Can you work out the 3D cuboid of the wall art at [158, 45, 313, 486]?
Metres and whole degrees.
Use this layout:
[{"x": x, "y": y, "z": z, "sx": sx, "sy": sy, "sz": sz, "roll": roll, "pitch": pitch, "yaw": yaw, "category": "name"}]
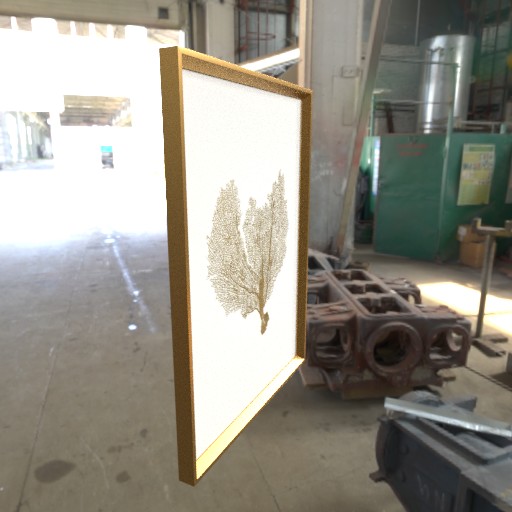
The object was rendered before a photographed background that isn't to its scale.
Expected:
[{"x": 0.000, "y": 0.000, "z": 1.060, "sx": 0.038, "sy": 0.812, "sz": 0.610, "roll": 7, "pitch": 15, "yaw": 26, "category": "wall art"}]
